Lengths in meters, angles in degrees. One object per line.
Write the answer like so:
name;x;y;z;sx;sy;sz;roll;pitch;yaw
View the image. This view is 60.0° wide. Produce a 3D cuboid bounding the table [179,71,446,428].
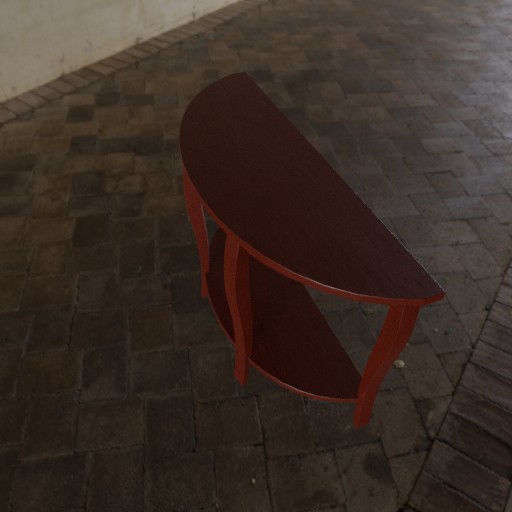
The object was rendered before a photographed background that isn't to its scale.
table;0.000;0.000;1.588;0.405;0.779;1.219;-16;48;-15
